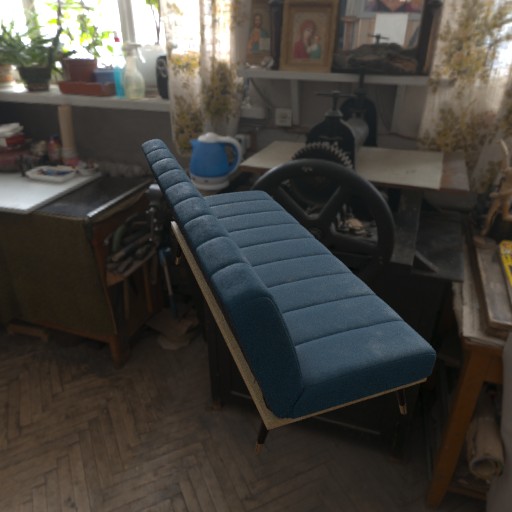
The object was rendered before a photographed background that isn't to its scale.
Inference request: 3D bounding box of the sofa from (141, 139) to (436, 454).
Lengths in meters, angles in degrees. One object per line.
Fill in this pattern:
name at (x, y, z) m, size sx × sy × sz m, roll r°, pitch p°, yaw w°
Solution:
sofa at (0.000, 0.000, 2.267) m, size 0.830 × 0.825 × 1.810 m, roll -10°, pitch 31°, yaw -18°
